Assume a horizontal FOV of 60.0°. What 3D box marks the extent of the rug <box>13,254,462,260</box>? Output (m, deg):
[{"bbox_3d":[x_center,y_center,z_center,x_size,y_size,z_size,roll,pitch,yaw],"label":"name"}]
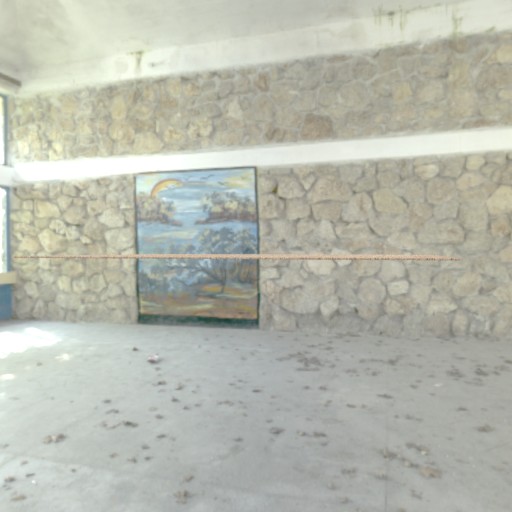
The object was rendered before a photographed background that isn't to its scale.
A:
[{"bbox_3d":[0.000,0.000,4.137,3.205,0.013,2.448,0,1,18],"label":"rug"}]
